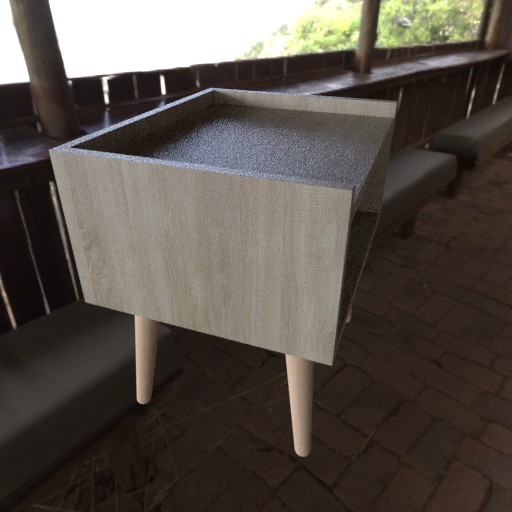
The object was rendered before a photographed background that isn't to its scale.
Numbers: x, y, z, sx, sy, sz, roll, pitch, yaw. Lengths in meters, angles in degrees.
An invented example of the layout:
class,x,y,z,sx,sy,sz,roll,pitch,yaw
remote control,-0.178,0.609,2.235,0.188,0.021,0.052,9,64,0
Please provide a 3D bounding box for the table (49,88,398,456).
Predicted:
class,x,y,z,sx,sy,sz,roll,pitch,yaw
table,0.000,0.000,0.784,0.370,0.470,0.450,11,32,18
